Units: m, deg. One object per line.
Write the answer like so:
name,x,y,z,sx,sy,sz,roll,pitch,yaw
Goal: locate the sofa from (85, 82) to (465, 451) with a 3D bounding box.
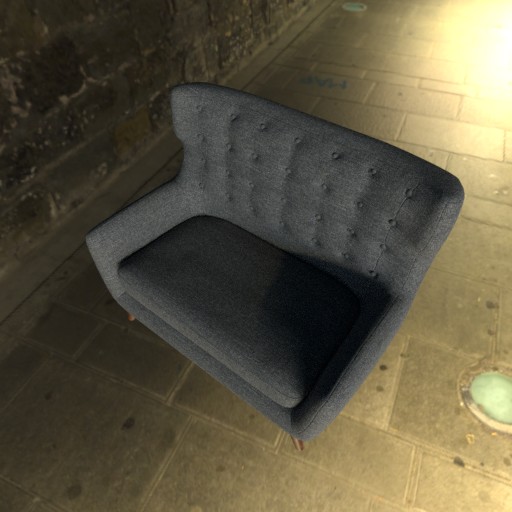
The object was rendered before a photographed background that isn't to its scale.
sofa,0.000,0.000,1.969,1.358,1.028,0.874,30,52,26
